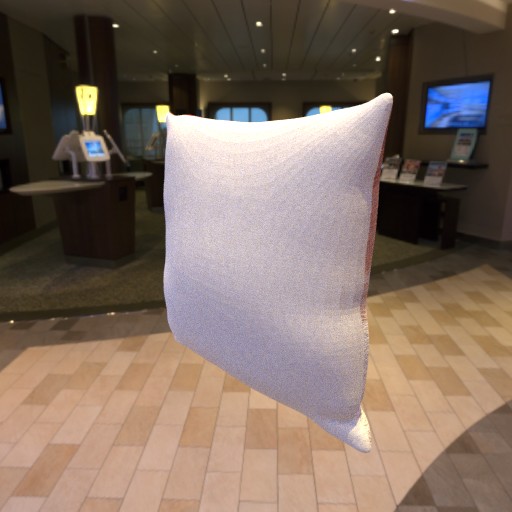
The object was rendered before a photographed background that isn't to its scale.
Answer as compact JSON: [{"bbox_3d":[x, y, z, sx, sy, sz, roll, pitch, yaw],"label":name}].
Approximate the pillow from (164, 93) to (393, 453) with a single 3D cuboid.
[{"bbox_3d":[0.000,0.000,0.670,0.182,0.441,0.440,-15,21,-42],"label":"pillow"}]
